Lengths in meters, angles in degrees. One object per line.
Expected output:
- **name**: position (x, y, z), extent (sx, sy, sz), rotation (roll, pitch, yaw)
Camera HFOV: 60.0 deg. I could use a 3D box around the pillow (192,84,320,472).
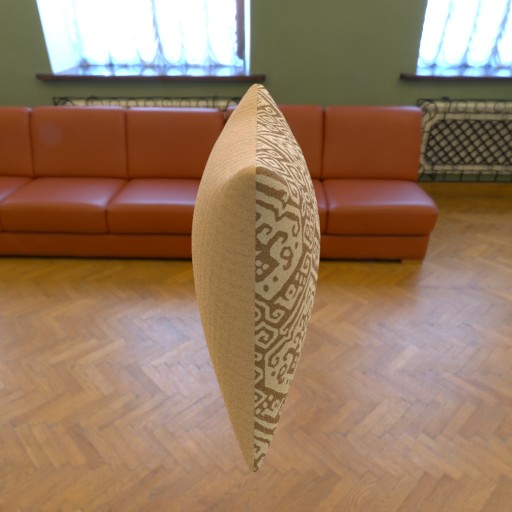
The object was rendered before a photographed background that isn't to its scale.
- **pillow**: position (0.000, 0.000, 0.645), extent (0.173, 0.407, 0.419), rotation (0, 31, 0)
